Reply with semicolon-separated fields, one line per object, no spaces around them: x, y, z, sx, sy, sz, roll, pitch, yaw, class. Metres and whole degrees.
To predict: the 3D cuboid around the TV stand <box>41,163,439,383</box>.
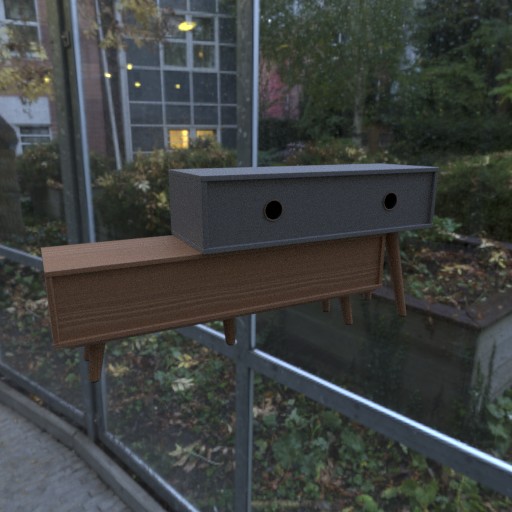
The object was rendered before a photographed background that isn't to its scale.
0.000;0.000;1.547;1.336;0.591;0.329;-7;16;-26;TV stand
